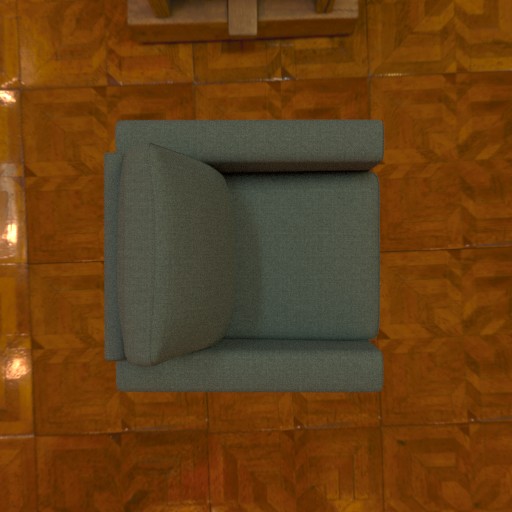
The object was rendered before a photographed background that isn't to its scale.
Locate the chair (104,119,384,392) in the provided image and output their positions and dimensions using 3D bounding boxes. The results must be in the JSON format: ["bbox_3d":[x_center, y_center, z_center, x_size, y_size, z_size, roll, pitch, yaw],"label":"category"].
[{"bbox_3d":[0.000,0.000,1.841,1.038,1.010,1.024,0,91,0],"label":"chair"}]
